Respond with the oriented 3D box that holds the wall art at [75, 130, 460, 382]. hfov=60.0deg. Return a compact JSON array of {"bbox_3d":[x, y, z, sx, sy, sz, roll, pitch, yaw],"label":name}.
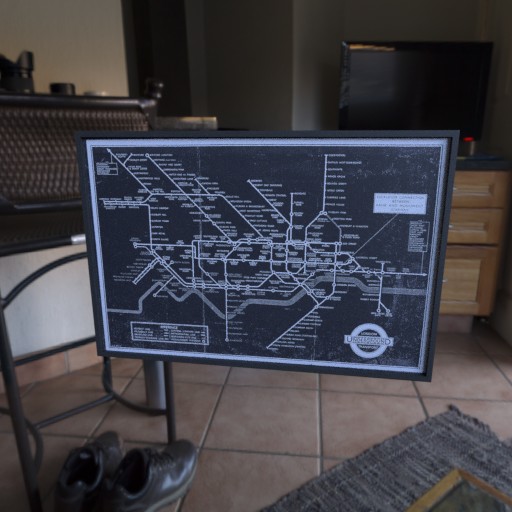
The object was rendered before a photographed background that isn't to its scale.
[{"bbox_3d":[0.000,0.000,0.554,0.443,0.301,0.021,2,15,9],"label":"wall art"}]
